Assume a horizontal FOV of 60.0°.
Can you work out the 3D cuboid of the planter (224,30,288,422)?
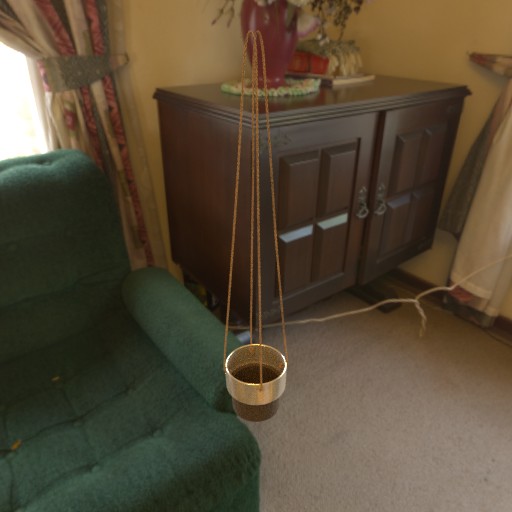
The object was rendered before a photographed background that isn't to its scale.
[{"bbox_3d":[0.000,0.000,1.183,0.187,1.073,0.187,19,33,32],"label":"planter"}]
